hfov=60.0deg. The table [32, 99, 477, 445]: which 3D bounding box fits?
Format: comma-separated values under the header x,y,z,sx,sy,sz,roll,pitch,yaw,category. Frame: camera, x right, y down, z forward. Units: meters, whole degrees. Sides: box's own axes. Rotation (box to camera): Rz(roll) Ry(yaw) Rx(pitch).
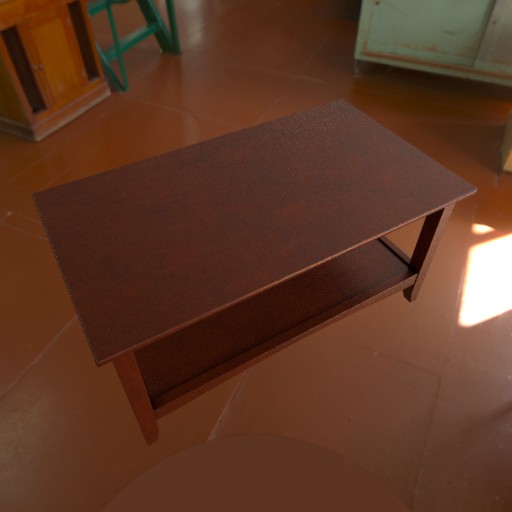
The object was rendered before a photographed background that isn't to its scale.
x,y,z,sx,sy,sz,roll,pitch,yaw,category
0.000,0.000,1.237,0.943,0.456,0.533,-23,51,-20,table
